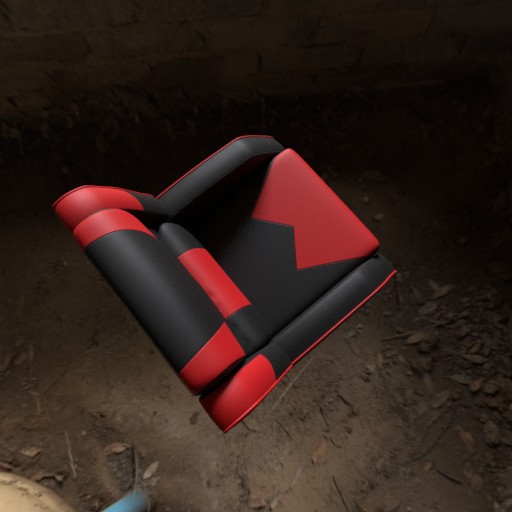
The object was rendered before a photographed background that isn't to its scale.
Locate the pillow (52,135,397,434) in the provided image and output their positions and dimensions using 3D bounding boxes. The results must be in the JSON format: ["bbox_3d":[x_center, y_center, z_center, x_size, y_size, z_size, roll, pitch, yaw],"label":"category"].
[{"bbox_3d":[0.000,0.000,1.307,0.672,0.805,0.620,-39,79,-9],"label":"pillow"}]
